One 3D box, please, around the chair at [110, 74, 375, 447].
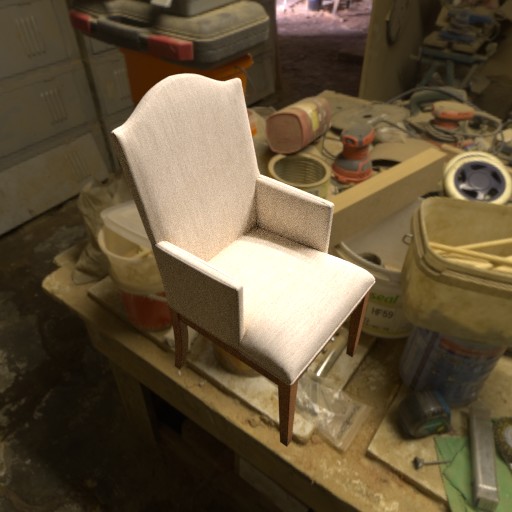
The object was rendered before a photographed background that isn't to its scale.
[{"bbox_3d":[0.000,0.000,1.433,0.641,1.016,0.533,27,47,27],"label":"chair"}]
